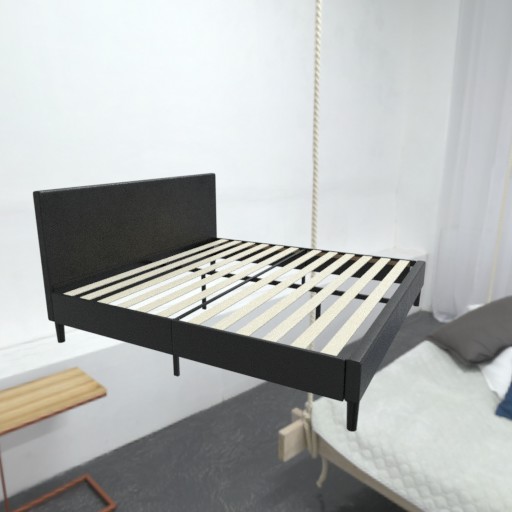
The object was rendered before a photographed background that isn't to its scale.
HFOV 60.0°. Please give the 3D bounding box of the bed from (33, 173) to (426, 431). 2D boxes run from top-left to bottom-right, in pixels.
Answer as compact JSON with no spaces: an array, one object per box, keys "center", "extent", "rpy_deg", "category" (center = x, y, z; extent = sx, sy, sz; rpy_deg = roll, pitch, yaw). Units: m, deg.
[{"center":[0.000,0.000,3.308],"extent":[2.152,1.046,2.018],"rpy_deg":[8,16,27],"category":"bed"}]
